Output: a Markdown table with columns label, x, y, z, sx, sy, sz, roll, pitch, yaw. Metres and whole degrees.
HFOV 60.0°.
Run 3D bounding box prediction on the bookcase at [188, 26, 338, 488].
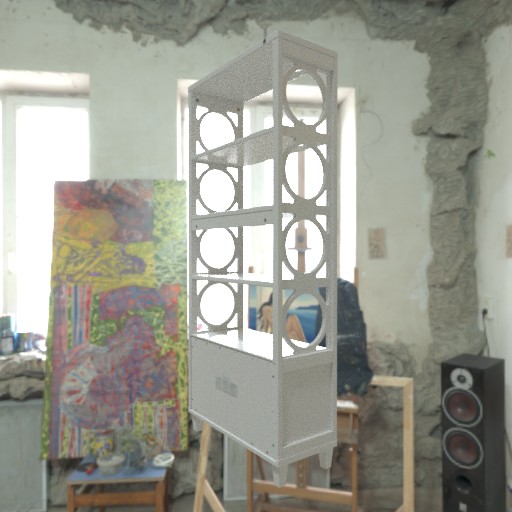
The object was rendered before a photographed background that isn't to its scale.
| label | x | y | z | sx | sy | sz | roll | pitch | yaw |
| --- | --- | --- | --- | --- | --- | --- | --- | --- | --- |
| bookcase | 0.000 | 0.000 | 2.153 | 0.361 | 1.869 | 0.761 | 0 | 1 | -36 |
